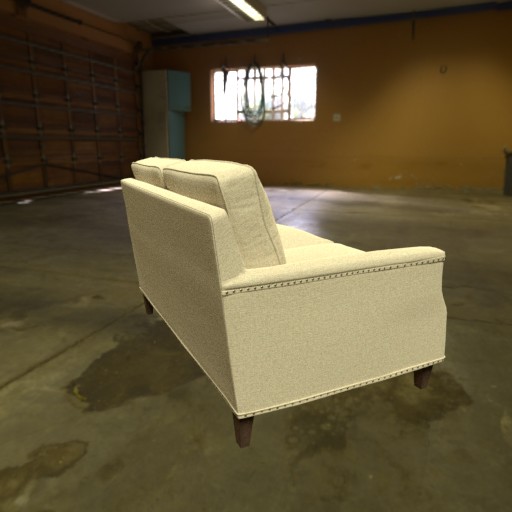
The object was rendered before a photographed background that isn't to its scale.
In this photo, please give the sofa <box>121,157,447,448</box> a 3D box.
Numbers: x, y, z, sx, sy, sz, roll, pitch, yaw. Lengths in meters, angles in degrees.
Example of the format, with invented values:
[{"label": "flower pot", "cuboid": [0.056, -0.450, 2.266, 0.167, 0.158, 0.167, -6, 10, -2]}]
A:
[{"label": "sofa", "cuboid": [0.000, 0.000, 2.299, 1.084, 1.003, 1.597, -7, 16, -26]}]
